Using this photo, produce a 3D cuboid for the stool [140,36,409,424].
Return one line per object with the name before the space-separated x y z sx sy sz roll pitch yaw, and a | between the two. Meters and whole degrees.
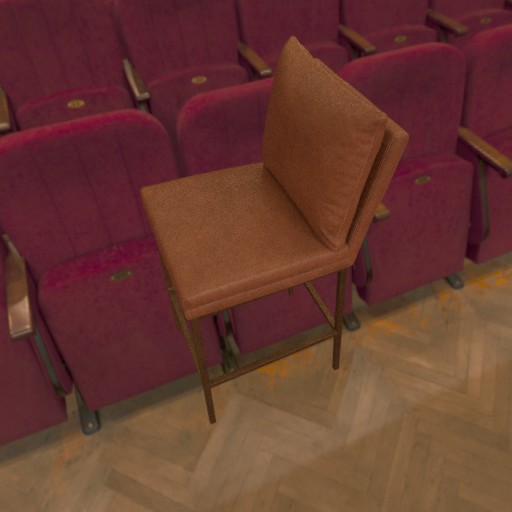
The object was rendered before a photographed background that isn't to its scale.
stool | 0.000 0.000 1.395 0.571 1.124 0.463 -17 50 -15
